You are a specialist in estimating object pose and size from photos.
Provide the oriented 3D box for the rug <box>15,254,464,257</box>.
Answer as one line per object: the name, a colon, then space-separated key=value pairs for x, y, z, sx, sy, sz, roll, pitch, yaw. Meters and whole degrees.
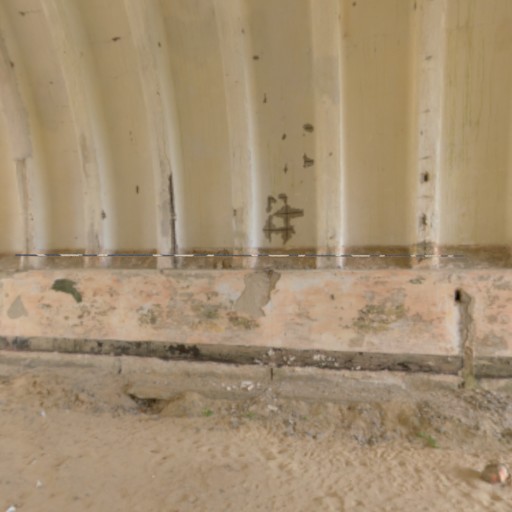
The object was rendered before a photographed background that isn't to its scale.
rug: x=0.000 y=0.000 z=2.487 sx=2.296 sy=0.006 sz=0.685 roll=0 pitch=0 yaw=-20
